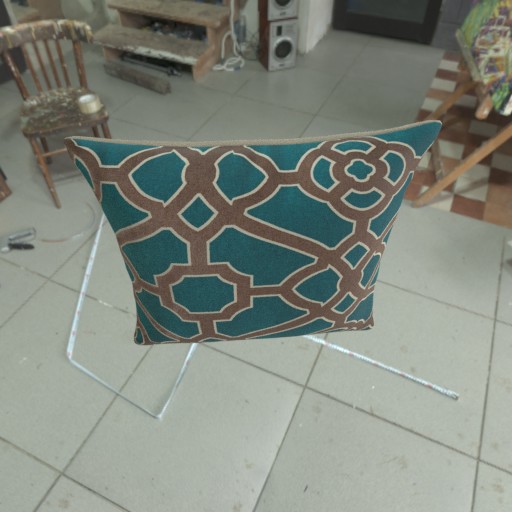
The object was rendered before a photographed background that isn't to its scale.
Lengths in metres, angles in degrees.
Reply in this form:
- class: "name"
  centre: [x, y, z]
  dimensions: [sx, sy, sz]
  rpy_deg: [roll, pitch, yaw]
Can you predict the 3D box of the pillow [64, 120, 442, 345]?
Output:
- class: "pillow"
  centre: [0.000, 0.000, 0.792]
  dimensions: [0.526, 0.507, 0.166]
  rpy_deg: [-3, 48, -3]
